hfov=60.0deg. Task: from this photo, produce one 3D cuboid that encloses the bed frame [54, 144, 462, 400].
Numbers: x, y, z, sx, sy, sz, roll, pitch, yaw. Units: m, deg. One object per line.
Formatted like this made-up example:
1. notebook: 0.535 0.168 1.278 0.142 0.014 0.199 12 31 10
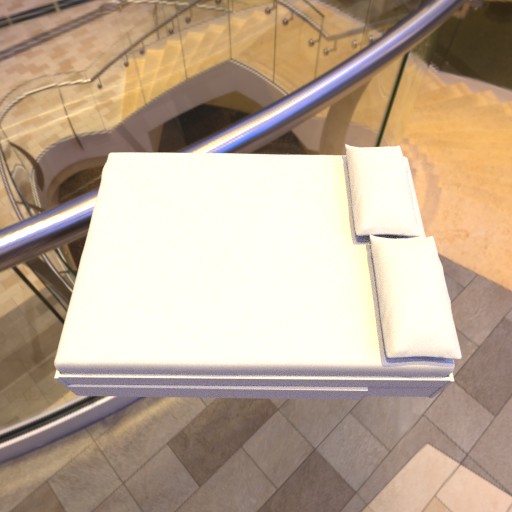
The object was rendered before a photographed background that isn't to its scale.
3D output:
1. bed frame: 0.000 0.000 2.545 1.950 0.629 1.450 1 58 0
